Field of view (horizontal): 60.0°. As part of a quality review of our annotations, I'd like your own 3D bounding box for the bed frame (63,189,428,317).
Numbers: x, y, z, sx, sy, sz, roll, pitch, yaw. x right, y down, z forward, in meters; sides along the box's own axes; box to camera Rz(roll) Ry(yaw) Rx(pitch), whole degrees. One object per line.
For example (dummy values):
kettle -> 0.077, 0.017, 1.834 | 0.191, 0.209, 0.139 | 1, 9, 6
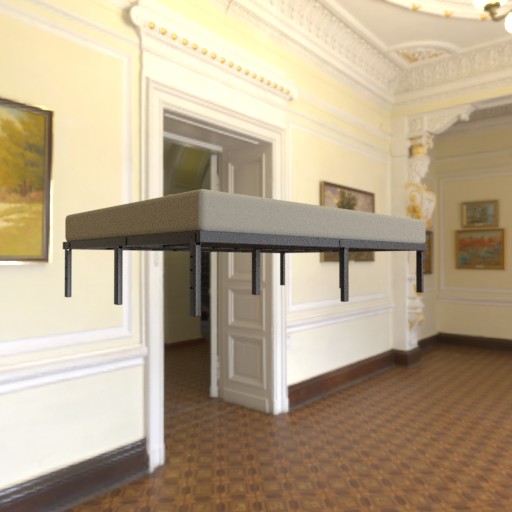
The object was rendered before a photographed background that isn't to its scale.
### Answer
bed frame -> 0.000, 0.000, 3.900 | 2.842, 0.680, 2.205 | 1, -1, -37
